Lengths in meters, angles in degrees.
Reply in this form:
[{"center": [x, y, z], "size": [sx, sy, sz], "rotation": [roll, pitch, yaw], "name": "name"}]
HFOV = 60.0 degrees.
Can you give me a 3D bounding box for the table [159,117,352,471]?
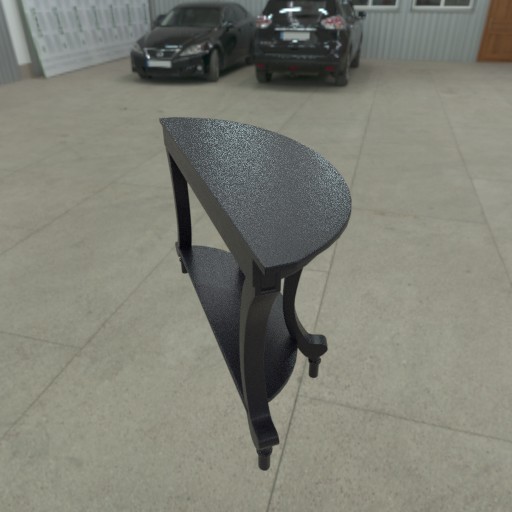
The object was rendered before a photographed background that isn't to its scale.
[{"center": [0.000, 0.000, 1.517], "size": [0.394, 0.692, 1.198], "rotation": [-10, 32, -17], "name": "table"}]
